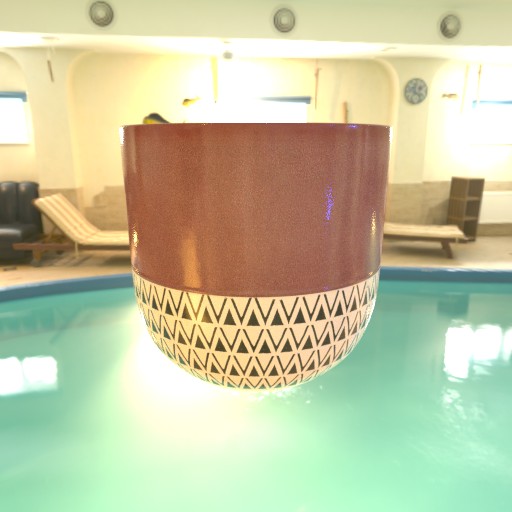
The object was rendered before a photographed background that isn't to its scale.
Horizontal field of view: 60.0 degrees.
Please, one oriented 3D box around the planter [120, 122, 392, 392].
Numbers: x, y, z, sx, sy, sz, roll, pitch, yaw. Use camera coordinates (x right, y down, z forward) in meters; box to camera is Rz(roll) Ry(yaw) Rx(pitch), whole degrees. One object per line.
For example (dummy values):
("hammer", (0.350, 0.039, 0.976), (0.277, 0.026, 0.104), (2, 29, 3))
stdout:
("planter", (0.000, 0.000, 0.483), (0.266, 0.270, 0.266), (0, 15, 0))
